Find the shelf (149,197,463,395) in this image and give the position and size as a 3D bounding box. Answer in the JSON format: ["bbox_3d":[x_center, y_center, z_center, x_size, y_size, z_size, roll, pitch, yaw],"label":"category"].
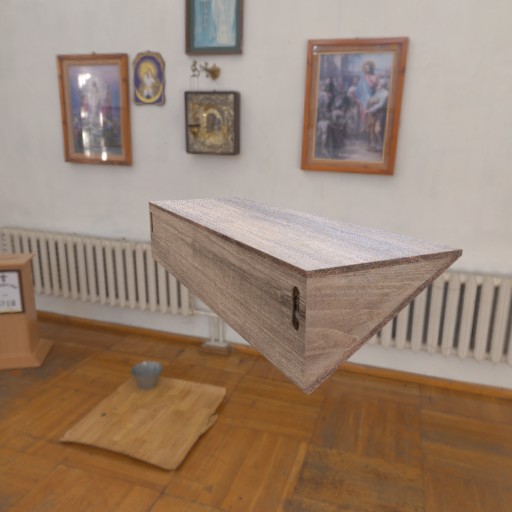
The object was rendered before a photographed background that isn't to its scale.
[{"bbox_3d":[0.000,0.000,0.718,0.200,0.125,0.610,-7,15,-26],"label":"shelf"}]
